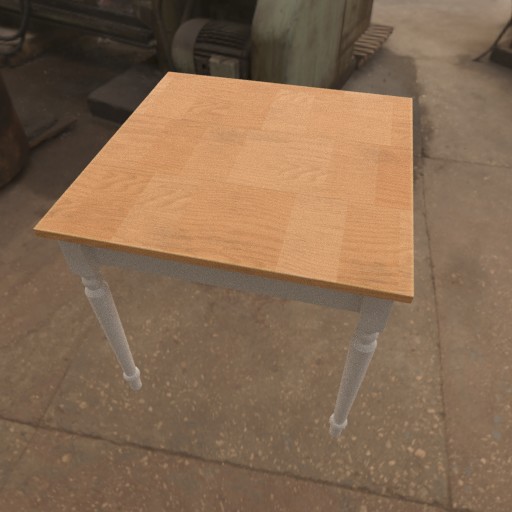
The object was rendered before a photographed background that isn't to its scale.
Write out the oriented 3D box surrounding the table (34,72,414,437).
[{"bbox_3d":[0.000,0.000,1.351,0.747,0.738,0.747,10,47,9],"label":"table"}]
